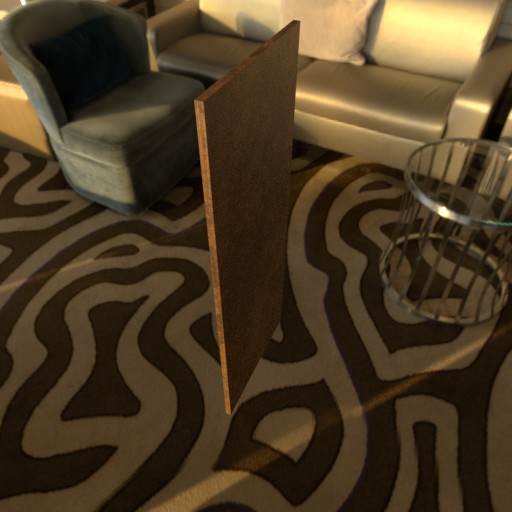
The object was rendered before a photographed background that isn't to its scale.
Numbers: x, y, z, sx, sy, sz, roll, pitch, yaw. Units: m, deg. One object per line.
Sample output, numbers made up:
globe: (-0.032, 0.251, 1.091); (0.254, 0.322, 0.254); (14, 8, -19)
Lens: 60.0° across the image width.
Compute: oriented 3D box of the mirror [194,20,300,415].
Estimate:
mirror: (0.000, 0.000, 2.298); (0.032, 2.031, 0.812); (18, 47, 17)
